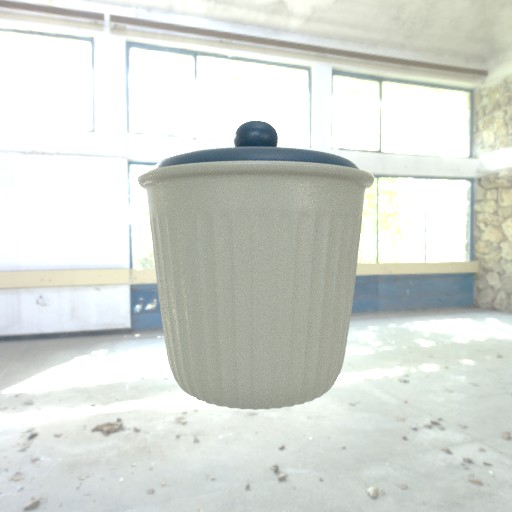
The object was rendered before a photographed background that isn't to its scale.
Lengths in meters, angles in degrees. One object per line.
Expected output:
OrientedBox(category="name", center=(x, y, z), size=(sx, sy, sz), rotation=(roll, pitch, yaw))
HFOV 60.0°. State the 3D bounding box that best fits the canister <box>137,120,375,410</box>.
OrientedBox(category="canister", center=(0.000, 0.000, 0.351), size=(0.181, 0.211, 0.181), rotation=(0, 2, 0))
